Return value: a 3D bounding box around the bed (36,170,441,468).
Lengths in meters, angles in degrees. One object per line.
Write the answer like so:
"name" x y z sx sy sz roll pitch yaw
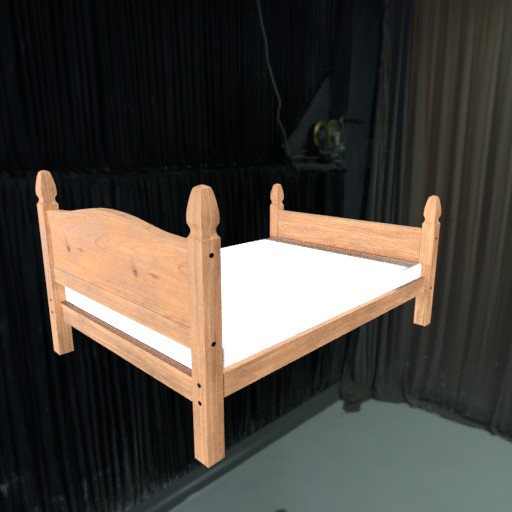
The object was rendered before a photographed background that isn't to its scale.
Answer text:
"bed" 0.000 0.000 2.835 1.490 1.100 2.069 13 19 43
